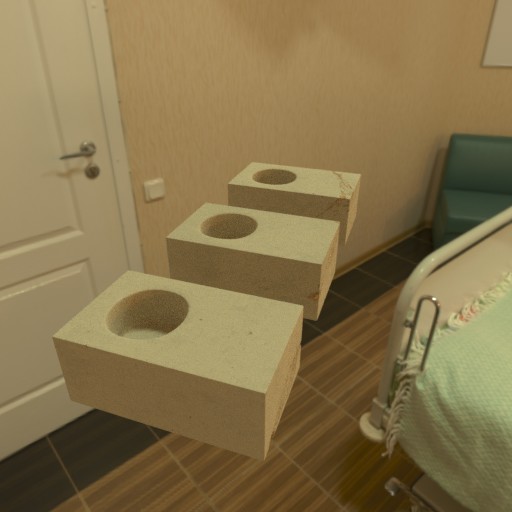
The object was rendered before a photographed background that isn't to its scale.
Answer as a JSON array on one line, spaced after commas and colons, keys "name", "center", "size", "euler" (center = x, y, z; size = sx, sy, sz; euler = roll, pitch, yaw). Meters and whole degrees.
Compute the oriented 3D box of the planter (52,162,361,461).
[{"name": "planter", "center": [0.000, 0.000, 0.380], "size": [0.127, 0.051, 0.333], "euler": [10, 31, 17]}]
